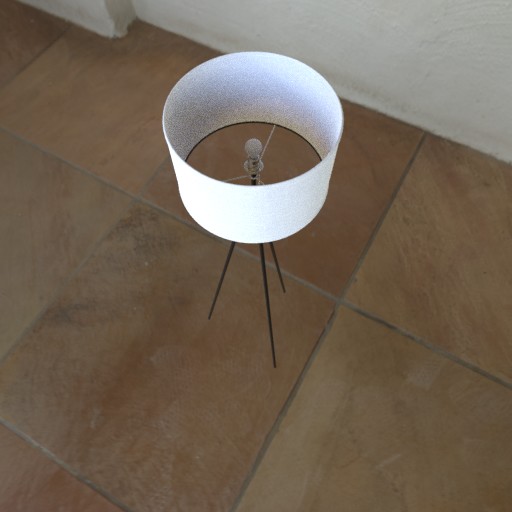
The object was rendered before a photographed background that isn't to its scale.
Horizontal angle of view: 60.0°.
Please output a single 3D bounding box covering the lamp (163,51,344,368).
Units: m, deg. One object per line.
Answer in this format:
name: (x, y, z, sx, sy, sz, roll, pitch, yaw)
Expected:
lamp: (0.000, 0.000, 1.702, 0.448, 1.545, 0.458, 30, 67, 14)
